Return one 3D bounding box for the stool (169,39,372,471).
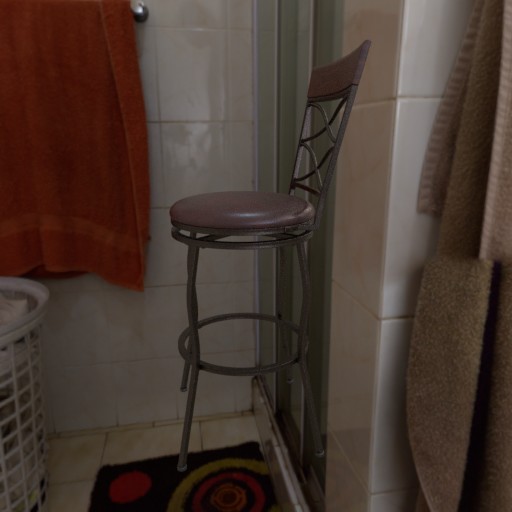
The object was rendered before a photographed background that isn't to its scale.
[{"bbox_3d":[0.000,0.000,1.344,0.513,1.130,0.448,-2,16,-8],"label":"stool"}]
